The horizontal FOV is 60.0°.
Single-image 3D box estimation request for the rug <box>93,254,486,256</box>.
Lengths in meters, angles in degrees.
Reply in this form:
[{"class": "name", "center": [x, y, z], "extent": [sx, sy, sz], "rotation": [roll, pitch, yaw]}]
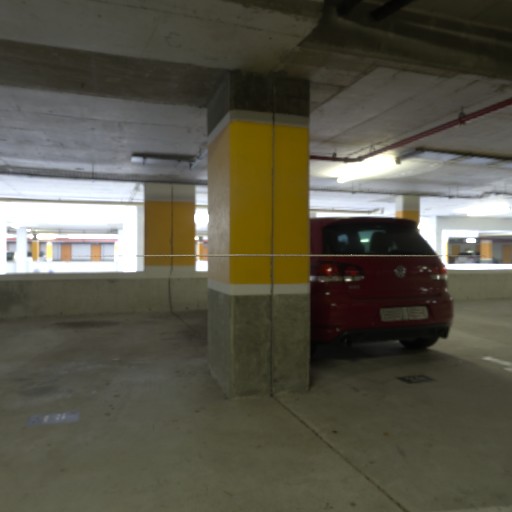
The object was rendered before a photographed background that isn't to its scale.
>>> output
[{"class": "rug", "center": [0.000, 0.000, 3.926], "extent": [2.391, 0.005, 2.880], "rotation": [0, 0, -37]}]
